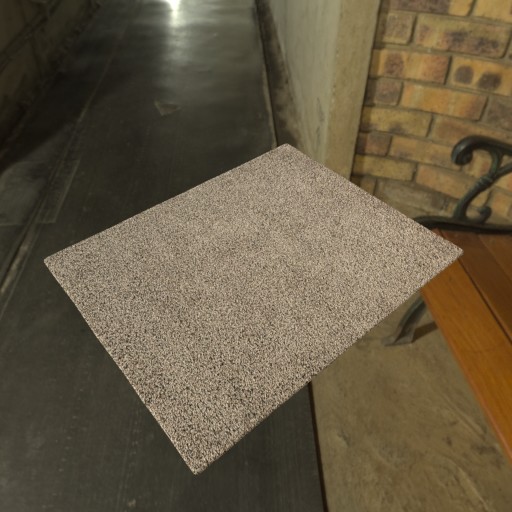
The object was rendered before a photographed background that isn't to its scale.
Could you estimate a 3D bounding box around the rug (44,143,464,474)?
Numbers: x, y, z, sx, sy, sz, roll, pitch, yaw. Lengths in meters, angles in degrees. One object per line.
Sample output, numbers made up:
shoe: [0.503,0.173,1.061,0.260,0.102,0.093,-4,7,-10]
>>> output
rug: [0.000,0.000,4.093,3.047,0.029,2.438,-31,54,-27]
